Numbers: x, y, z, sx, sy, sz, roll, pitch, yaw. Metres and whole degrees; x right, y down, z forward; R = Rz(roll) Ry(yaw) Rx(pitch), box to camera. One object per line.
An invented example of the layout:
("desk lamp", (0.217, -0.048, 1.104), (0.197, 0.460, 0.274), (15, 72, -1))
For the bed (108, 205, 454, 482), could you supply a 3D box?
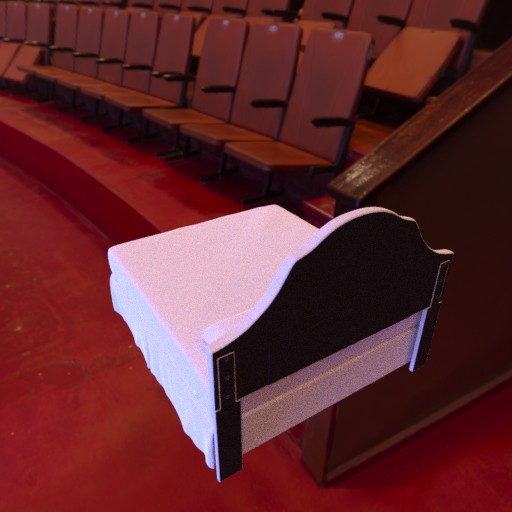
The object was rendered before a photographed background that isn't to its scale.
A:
("bed", (0.000, 0.000, 3.648), (2.008, 1.615, 2.214), (-18, 34, -28))
